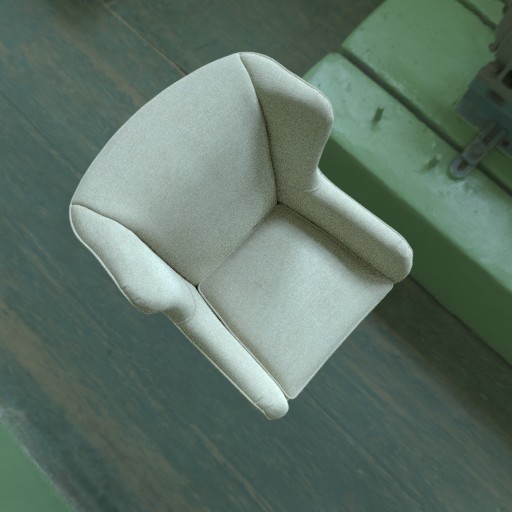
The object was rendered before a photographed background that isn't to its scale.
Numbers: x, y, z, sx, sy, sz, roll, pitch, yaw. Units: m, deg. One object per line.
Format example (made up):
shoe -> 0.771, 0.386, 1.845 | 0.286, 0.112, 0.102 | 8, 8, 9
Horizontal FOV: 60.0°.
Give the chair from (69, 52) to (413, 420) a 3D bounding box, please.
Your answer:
chair -> 0.000, 0.000, 1.725 | 0.966, 1.040, 0.838 | 42, 80, 10
